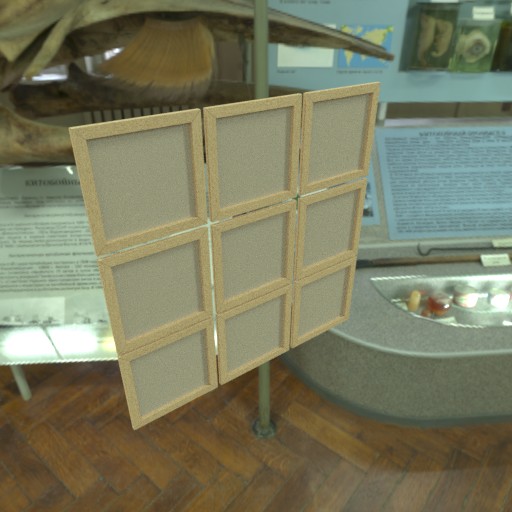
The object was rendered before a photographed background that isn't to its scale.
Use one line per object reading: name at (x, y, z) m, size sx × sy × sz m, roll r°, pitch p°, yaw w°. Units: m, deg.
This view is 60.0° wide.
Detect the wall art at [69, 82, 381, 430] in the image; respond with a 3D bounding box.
wall art at (0.000, 0.000, 1.787) m, size 1.217 × 1.207 × 0.016 m, roll -20°, pitch 36°, yaw -30°
